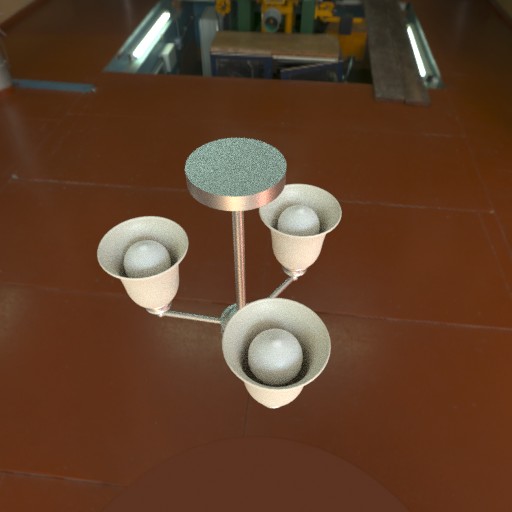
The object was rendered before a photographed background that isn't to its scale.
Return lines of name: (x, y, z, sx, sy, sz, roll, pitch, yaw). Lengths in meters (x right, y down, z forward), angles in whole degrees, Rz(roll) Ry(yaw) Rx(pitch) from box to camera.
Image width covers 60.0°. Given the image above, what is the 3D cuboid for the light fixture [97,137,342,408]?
light fixture: (0.000, 0.000, 0.678, 0.388, 0.370, 0.354, 32, 54, 27)
